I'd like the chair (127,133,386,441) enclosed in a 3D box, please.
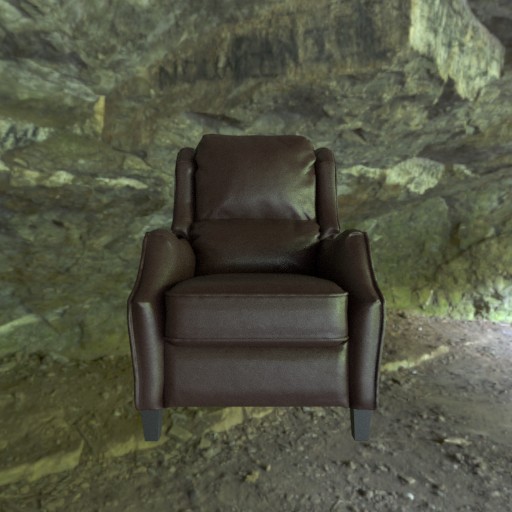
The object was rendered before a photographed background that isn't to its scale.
[{"bbox_3d":[0.000,0.000,1.738,0.770,1.132,0.982,0,0,0],"label":"chair"}]
